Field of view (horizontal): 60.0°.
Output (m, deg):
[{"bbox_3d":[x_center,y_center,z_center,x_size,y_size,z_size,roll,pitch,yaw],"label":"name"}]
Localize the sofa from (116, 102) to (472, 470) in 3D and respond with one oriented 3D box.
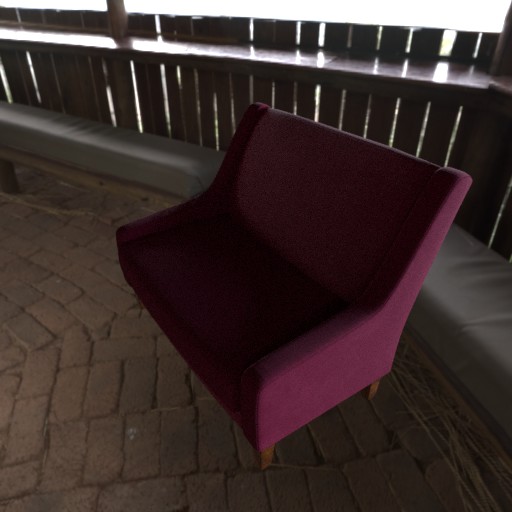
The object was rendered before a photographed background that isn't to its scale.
[{"bbox_3d":[0.000,0.000,1.938,0.946,0.976,1.242,-20,37,-29],"label":"sofa"}]
